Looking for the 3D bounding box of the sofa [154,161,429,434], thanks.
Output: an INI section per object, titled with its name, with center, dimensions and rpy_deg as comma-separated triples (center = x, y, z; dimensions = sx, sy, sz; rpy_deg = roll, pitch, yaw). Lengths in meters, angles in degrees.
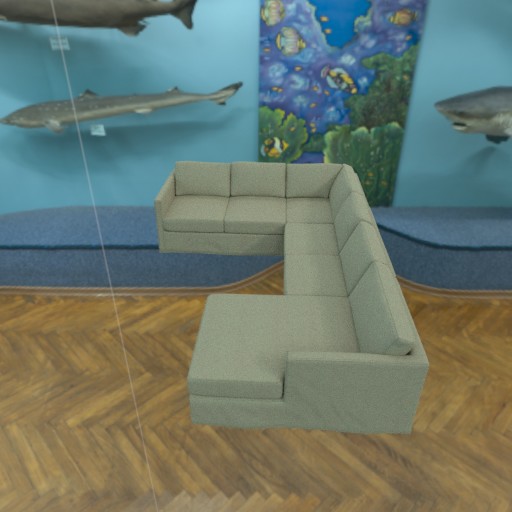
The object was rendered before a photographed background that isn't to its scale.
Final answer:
[sofa]
center = 0.000, 0.000, 4.466
dimensions = 2.427, 0.882, 3.460
rpy_deg = 2, 31, 3
